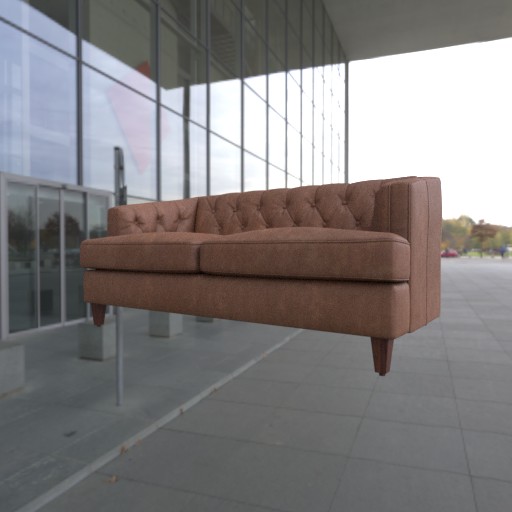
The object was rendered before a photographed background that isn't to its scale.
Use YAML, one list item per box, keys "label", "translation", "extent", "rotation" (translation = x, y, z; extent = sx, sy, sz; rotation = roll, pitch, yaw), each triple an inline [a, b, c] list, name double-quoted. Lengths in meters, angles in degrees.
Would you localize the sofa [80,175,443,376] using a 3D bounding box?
- label: "sofa"
  translation: [0.000, 0.000, 2.276]
  extent: [1.755, 0.786, 0.914]
  rotation: [1, 1, 36]
